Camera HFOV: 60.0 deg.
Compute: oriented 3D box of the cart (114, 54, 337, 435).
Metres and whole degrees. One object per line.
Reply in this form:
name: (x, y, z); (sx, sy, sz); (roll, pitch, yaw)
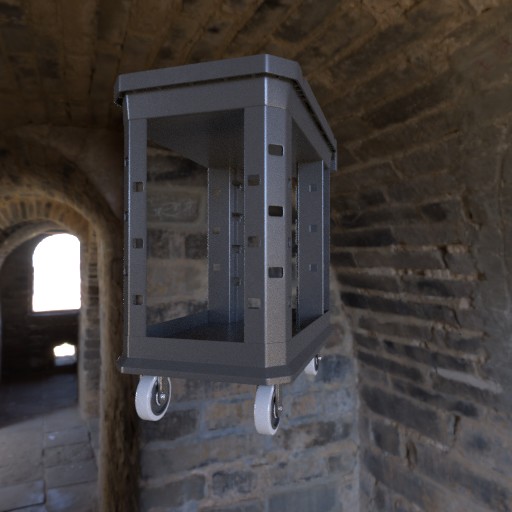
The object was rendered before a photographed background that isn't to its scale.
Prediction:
cart: (0.000, 0.000, 1.537); (0.497, 0.884, 1.061); (0, -1, 17)
